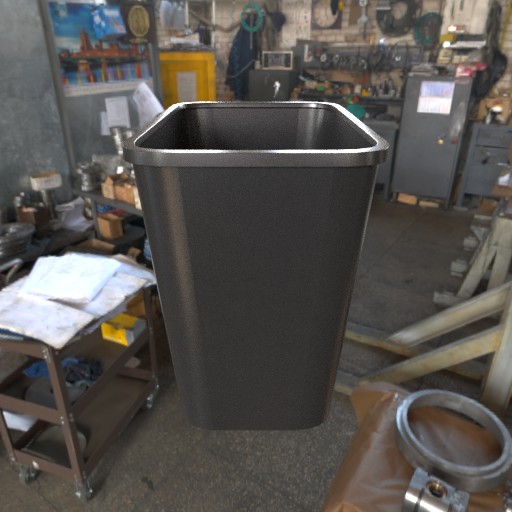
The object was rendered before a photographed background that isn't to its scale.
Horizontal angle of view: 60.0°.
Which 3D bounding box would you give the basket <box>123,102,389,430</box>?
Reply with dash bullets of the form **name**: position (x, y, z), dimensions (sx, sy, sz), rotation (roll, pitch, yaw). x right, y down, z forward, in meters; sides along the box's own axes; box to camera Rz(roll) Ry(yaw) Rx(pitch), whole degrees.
- **basket**: position (0.000, 0.000, 0.516), dimensions (0.211, 0.307, 0.300), rotation (0, 26, 0)
